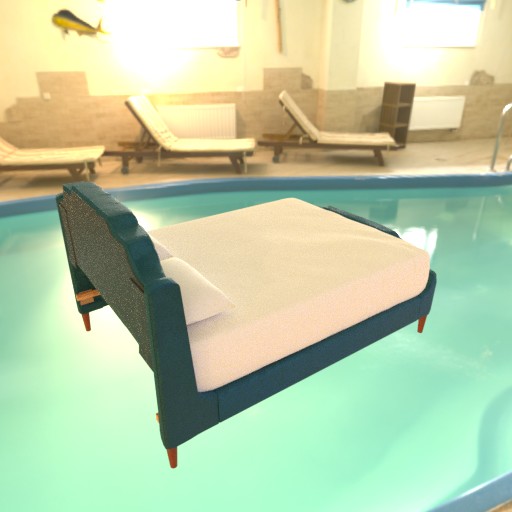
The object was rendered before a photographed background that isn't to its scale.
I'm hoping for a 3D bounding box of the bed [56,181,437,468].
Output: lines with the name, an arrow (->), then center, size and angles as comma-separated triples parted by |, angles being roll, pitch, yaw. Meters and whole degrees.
bed -> 0.000, 0.000, 3.326 | 2.322, 1.338, 1.678 | -17, 30, -31
